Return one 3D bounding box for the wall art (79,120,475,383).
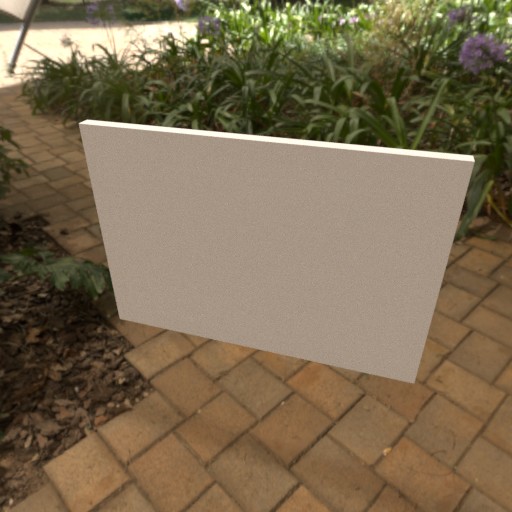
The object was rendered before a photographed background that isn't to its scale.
[{"bbox_3d":[0.000,0.000,1.673,1.308,0.902,0.051,9,33,15],"label":"wall art"}]
